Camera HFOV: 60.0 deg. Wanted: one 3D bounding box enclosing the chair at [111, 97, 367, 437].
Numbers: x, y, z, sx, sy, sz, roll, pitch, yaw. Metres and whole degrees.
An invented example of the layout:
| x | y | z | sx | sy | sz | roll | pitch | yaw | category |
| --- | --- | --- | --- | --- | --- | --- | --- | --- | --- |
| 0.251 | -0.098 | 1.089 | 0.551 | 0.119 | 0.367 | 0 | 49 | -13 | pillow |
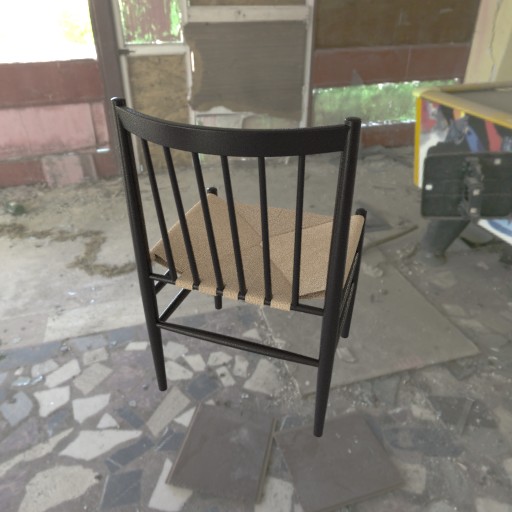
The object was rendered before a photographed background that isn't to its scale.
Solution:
| x | y | z | sx | sy | sz | roll | pitch | yaw | category |
| --- | --- | --- | --- | --- | --- | --- | --- | --- | --- |
| 0.000 | 0.000 | 1.145 | 0.495 | 0.818 | 0.516 | 10 | 33 | 17 | chair |
